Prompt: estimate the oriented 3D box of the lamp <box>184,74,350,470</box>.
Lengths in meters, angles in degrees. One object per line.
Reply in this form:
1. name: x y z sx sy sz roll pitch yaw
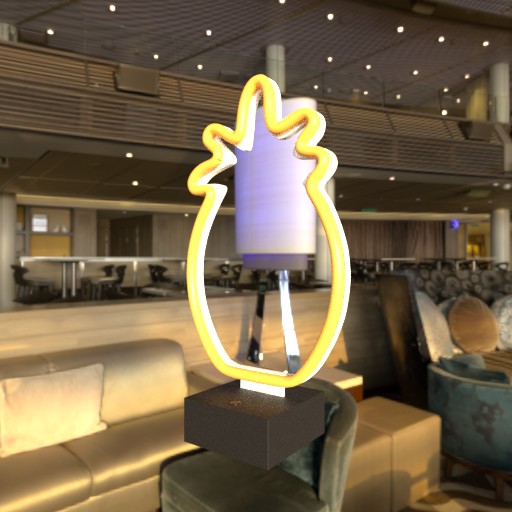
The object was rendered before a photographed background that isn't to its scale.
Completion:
1. lamp: 0.000 0.000 0.389 0.167 0.317 0.088 0 -1 36
